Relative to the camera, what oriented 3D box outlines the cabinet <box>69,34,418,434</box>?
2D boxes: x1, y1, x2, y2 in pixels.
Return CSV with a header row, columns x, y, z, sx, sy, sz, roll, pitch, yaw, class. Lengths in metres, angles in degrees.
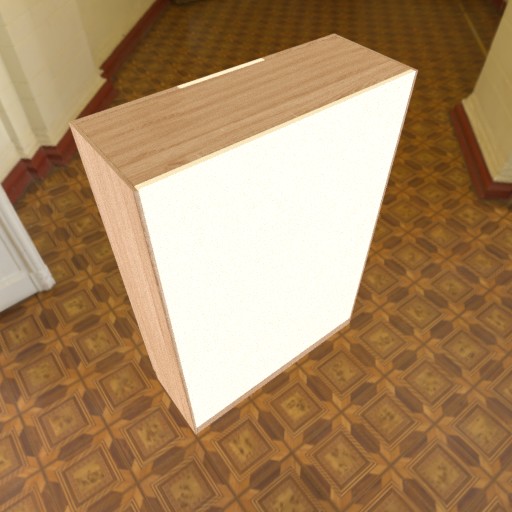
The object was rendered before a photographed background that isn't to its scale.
x,y,z,sx,sy,sz,roll,pitch,yaw,class
0.000,0.000,2.738,1.500,2.120,0.590,-30,54,-25,cabinet
